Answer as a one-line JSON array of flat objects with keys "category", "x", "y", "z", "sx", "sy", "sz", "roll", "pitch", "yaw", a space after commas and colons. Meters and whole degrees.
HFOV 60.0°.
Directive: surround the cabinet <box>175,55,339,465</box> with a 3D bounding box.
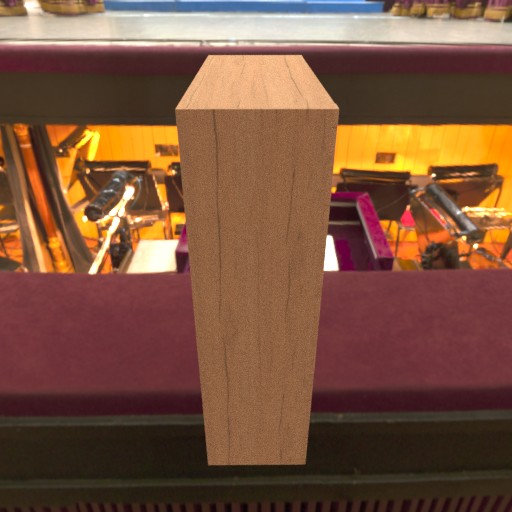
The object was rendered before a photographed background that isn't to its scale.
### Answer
[{"category": "cabinet", "x": 0.000, "y": 0.000, "z": 2.698, "sx": 0.580, "sy": 2.070, "sz": 1.400, "roll": 0, "pitch": 31, "yaw": 0}]
